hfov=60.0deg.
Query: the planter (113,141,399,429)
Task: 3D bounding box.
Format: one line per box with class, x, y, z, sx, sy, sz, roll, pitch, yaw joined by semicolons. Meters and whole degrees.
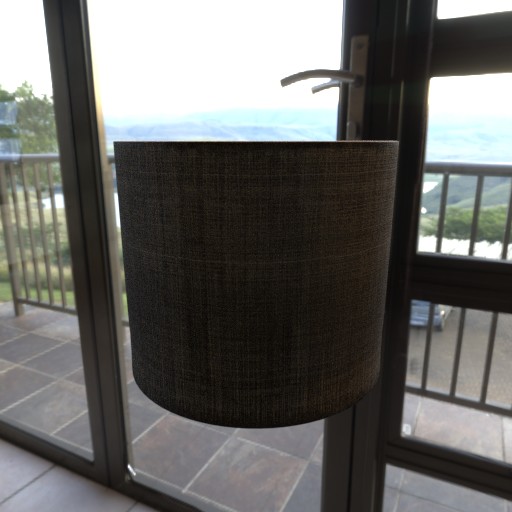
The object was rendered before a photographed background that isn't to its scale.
planter;0.000;0.000;0.440;0.254;0.221;0.254;0;15;0
